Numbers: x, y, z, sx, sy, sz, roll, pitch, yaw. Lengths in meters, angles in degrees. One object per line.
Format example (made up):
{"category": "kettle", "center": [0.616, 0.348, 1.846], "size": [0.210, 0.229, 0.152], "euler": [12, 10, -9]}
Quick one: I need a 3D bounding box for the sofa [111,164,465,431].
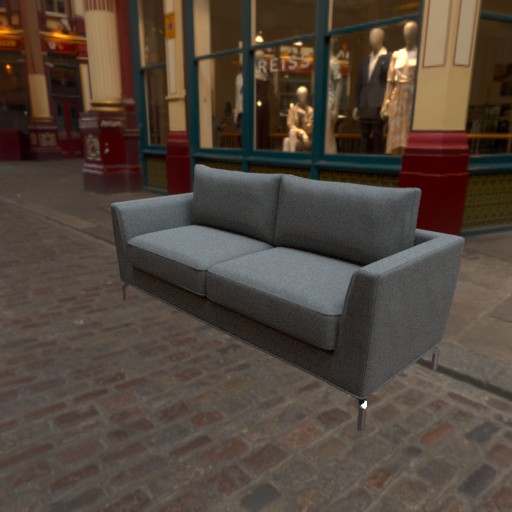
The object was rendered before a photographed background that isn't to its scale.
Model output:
{"category": "sofa", "center": [0.000, 0.000, 2.806], "size": [0.869, 1.002, 2.212], "euler": [-16, 23, -42]}
